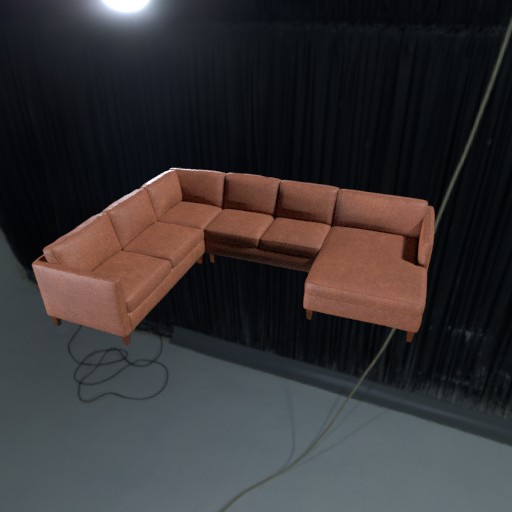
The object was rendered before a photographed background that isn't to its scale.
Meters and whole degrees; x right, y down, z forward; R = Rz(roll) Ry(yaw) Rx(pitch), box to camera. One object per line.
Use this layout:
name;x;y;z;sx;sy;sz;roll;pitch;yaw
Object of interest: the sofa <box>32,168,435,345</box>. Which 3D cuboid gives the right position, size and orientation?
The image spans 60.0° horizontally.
sofa;0.000;0.000;4.678;3.460;0.923;2.593;11;32;17
